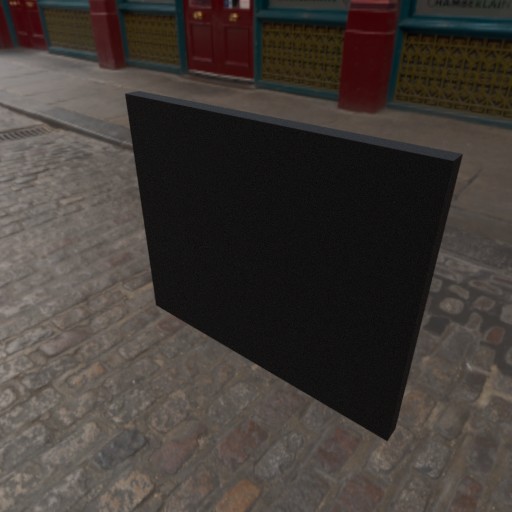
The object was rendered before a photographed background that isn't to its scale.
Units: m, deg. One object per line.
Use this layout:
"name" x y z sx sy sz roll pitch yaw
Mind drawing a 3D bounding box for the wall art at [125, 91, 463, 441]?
"wall art" 0.000 0.000 0.742 0.558 0.457 0.031 23 38 33
